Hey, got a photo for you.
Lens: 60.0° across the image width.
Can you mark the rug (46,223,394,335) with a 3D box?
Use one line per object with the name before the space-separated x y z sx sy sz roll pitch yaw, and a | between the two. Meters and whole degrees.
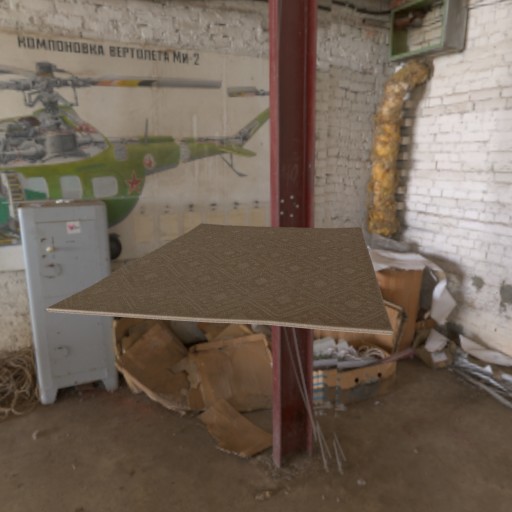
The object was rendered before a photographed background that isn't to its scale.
rug | 0.000 0.000 3.066 1.553 0.053 2.430 2 13 10
